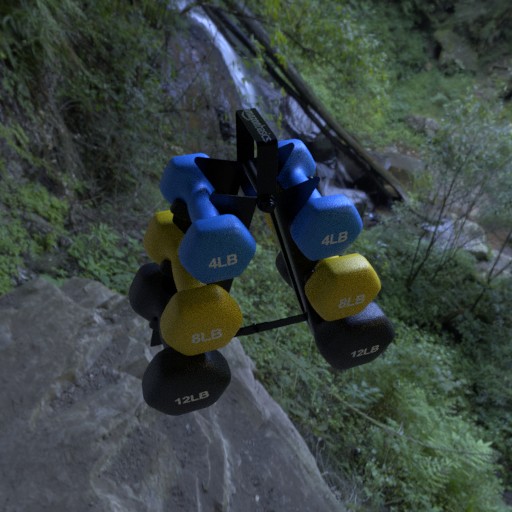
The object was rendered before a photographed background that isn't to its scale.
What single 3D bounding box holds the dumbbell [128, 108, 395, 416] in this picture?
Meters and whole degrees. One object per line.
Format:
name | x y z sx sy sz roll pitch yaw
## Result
dumbbell | 0.000 0.000 0.669 0.409 0.426 0.255 -12 44 -12
